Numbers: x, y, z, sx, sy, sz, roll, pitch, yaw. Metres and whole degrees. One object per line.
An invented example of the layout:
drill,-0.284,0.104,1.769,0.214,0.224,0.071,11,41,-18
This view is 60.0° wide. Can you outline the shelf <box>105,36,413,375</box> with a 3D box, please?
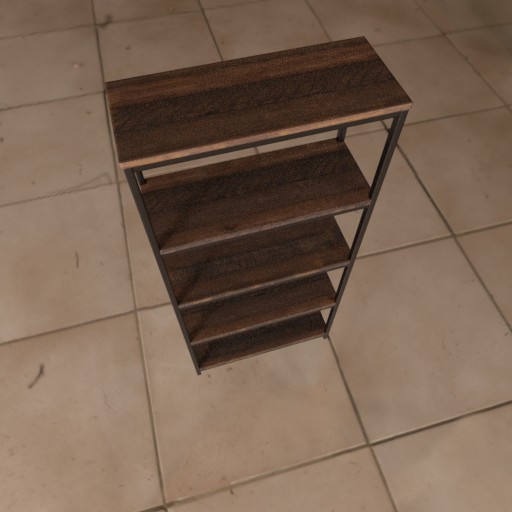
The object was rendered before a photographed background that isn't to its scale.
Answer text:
shelf,0.000,0.000,2.135,0.874,1.860,0.359,-14,59,-9
